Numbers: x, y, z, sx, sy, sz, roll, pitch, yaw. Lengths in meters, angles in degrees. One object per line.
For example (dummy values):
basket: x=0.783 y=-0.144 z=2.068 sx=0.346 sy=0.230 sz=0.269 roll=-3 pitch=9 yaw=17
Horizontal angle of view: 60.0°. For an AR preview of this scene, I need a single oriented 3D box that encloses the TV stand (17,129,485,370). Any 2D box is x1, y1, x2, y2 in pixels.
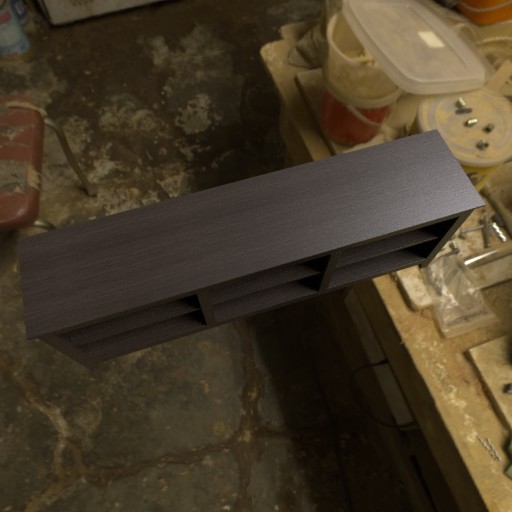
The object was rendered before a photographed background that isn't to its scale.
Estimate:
TV stand: x=0.000 y=0.000 z=1.994 sx=1.778 sy=0.610 sz=0.406 roll=-16 pitch=65 yaw=-8
